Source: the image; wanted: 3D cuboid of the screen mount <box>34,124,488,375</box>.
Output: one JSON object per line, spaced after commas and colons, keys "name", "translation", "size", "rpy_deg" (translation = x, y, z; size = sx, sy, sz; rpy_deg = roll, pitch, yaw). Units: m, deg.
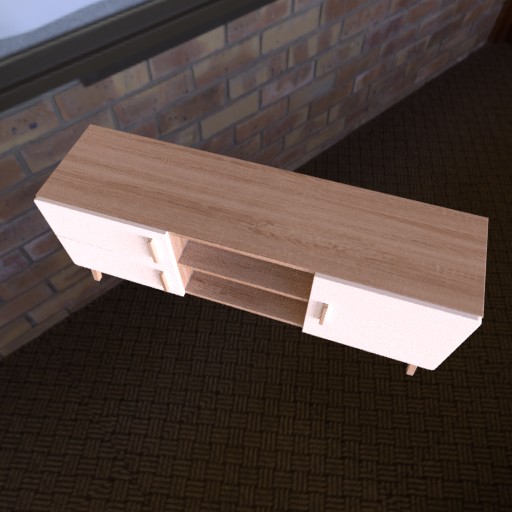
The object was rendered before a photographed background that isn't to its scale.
{"name": "screen mount", "translation": [0.000, 0.000, 1.741], "size": [1.500, 0.570, 0.420], "rpy_deg": [15, 59, 10]}
